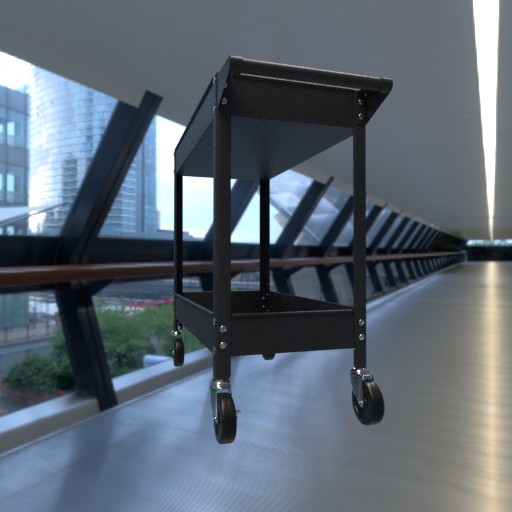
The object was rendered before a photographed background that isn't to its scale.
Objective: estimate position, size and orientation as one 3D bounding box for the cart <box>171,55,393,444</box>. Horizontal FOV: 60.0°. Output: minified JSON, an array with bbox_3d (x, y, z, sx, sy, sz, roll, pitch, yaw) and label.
[{"bbox_3d":[0.000,0.000,1.192,0.366,0.719,0.779,0,-1,-18],"label":"cart"}]
